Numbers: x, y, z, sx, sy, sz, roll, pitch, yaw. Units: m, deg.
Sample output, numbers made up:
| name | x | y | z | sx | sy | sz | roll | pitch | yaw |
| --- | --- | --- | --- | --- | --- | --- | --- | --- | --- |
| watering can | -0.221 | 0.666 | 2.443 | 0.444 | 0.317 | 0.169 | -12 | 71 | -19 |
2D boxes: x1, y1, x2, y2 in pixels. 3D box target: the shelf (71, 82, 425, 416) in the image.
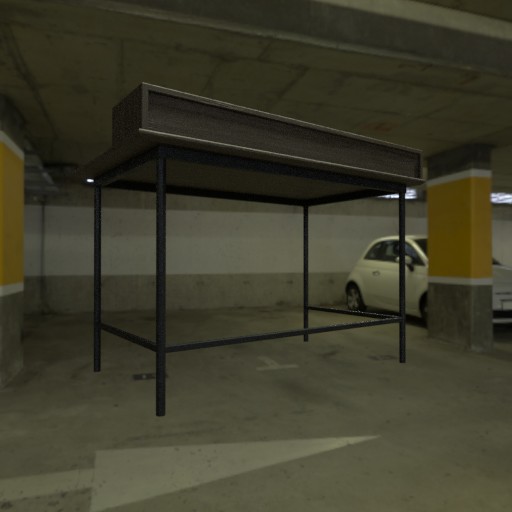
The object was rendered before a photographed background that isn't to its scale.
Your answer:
| name | x | y | z | sx | sy | sz | roll | pitch | yaw |
| --- | --- | --- | --- | --- | --- | --- | --- | --- | --- |
| shelf | 0.000 | 0.000 | 1.735 | 1.212 | 0.865 | 0.685 | 0 | -1 | -36 |
